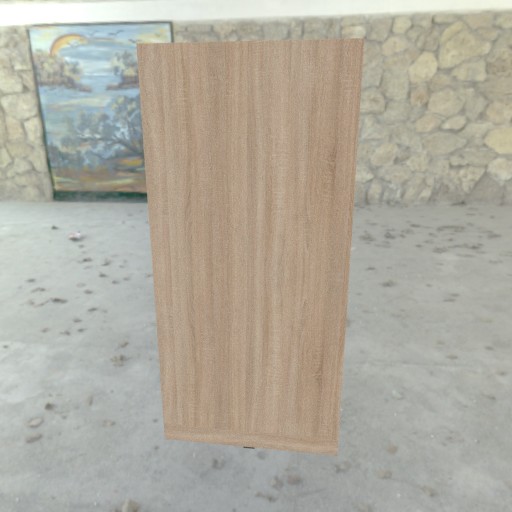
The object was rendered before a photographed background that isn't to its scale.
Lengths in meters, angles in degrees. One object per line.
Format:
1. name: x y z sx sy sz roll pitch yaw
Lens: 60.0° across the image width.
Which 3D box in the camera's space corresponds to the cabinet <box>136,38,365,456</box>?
1. cabinet: 0.000 0.000 2.504 1.001 2.121 0.590 2 17 8
